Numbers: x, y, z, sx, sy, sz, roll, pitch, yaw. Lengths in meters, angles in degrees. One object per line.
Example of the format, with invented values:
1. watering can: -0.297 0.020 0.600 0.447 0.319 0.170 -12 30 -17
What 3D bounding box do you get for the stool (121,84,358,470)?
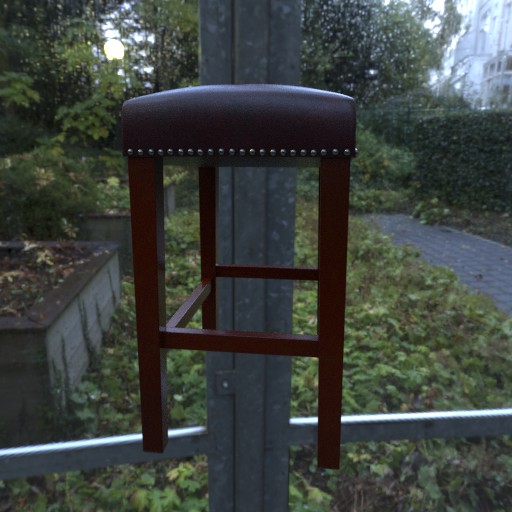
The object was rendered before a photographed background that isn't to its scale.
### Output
1. stool: 0.000 0.000 0.972 0.372 0.657 0.504 2 14 7
